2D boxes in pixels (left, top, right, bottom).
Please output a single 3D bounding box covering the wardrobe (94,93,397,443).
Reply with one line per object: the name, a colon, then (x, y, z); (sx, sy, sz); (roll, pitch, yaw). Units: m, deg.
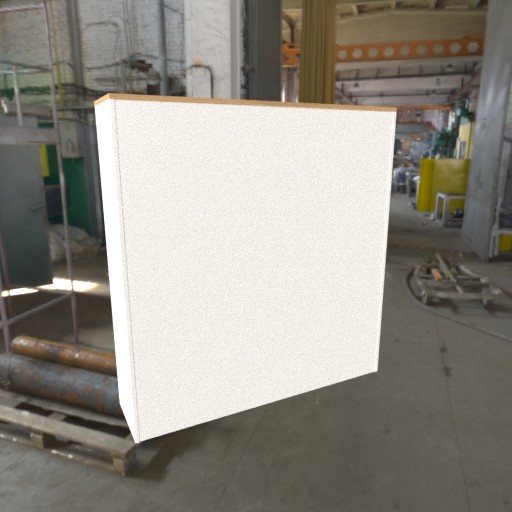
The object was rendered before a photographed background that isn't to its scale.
wardrobe: (0.000, 0.000, 3.491); (2.160, 2.260, 0.590); (-7, 16, -27)
